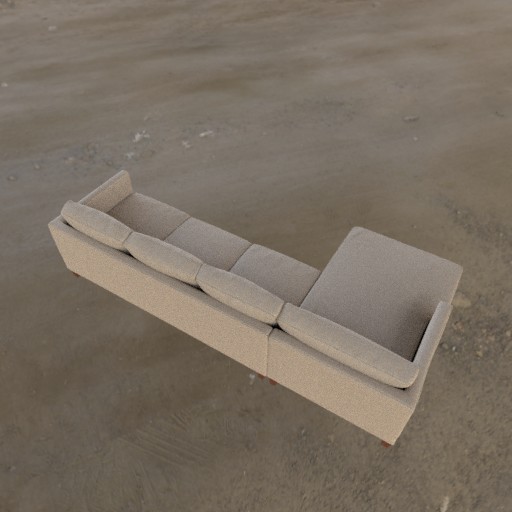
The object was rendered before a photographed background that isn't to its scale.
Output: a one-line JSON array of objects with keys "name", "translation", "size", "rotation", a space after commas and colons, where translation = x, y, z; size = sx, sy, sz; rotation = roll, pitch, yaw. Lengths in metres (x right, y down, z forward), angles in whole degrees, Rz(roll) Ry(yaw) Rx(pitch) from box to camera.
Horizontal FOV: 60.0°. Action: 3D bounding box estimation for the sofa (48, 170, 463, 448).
[{"name": "sofa", "translation": [0.000, 0.000, 3.850], "size": [3.186, 0.846, 1.625], "rotation": [24, 51, 21]}]
